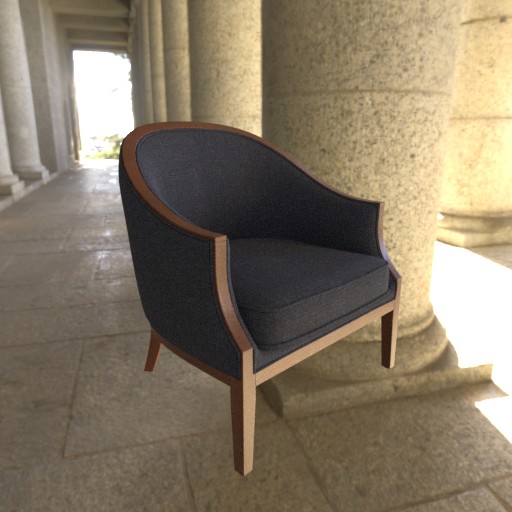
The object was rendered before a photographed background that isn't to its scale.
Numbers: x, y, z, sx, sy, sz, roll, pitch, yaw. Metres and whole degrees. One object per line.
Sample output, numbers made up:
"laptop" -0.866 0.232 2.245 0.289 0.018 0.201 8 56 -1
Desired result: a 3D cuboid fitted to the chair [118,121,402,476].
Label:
"chair" 0.000 0.000 1.483 0.735 0.876 0.803 15 21 43
